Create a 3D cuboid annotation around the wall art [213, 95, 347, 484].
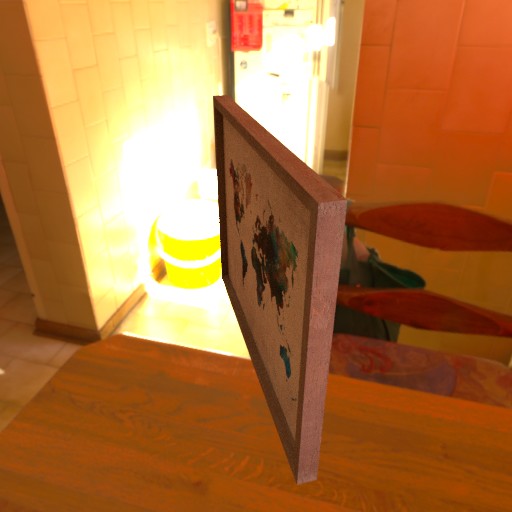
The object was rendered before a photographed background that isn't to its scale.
[{"bbox_3d":[0.000,0.000,1.781,0.070,1.009,1.320,-8,31,-13],"label":"wall art"}]
